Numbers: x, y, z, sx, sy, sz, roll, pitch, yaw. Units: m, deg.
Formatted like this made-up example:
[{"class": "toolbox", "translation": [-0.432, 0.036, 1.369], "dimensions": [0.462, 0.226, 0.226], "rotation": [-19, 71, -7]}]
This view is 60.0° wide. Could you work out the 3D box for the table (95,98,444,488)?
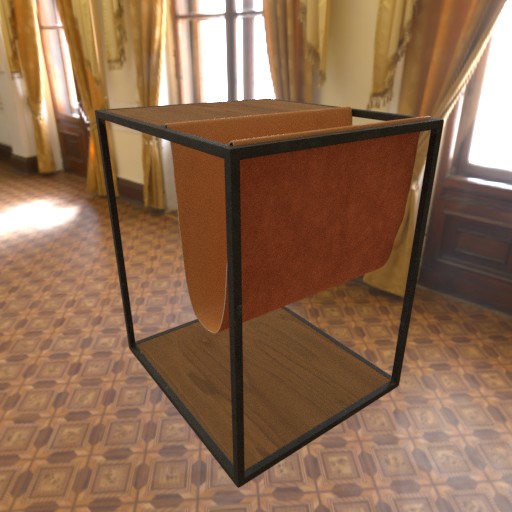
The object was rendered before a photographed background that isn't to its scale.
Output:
[{"class": "table", "translation": [0.000, 0.000, 0.859], "dimensions": [0.399, 0.536, 0.450], "rotation": [-17, 30, -33]}]
